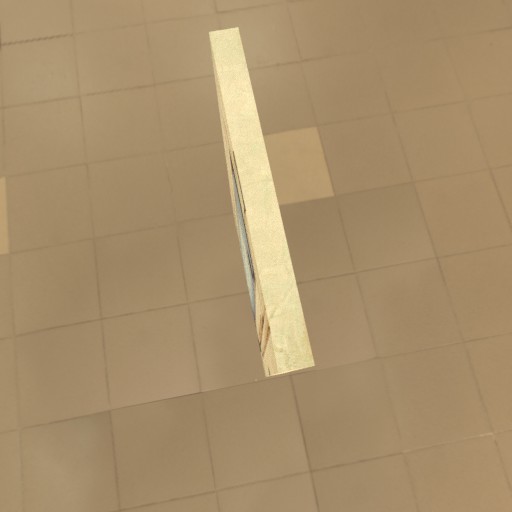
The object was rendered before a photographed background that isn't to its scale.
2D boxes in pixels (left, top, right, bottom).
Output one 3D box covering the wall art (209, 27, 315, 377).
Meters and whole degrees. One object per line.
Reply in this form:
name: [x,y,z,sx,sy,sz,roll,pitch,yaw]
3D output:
wall art: [0.000,0.000,0.772,0.036,0.607,0.403,-11,75,-3]
